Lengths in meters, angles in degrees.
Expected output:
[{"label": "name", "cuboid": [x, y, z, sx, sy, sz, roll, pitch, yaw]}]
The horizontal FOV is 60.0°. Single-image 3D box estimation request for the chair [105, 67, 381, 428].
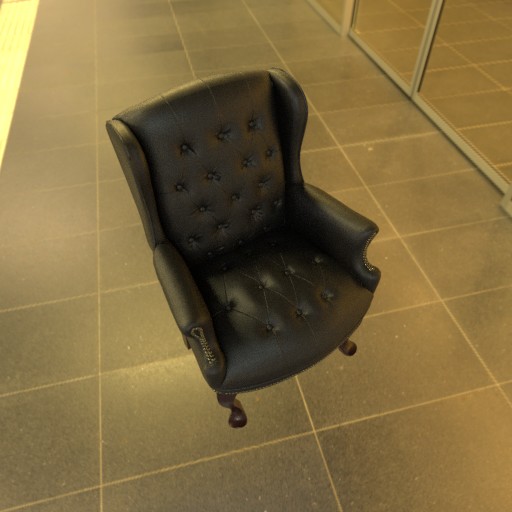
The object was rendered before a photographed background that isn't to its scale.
[{"label": "chair", "cuboid": [0.000, 0.000, 1.707, 0.831, 1.133, 0.822, -26, 52, -22]}]
